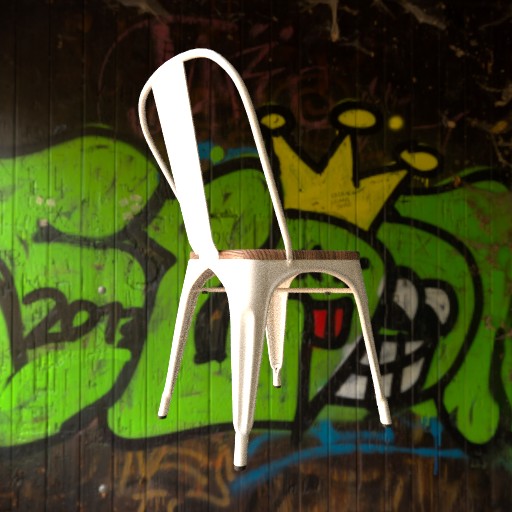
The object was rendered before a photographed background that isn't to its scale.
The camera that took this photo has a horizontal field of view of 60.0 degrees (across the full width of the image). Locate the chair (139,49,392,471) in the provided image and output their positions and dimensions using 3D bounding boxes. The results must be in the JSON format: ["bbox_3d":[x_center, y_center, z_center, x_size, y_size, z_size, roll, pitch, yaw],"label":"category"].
[{"bbox_3d":[0.000,0.000,1.135,0.521,0.851,0.452,1,-1,-37],"label":"chair"}]
